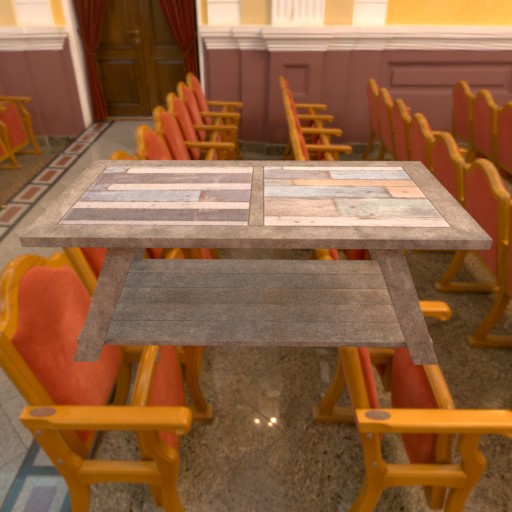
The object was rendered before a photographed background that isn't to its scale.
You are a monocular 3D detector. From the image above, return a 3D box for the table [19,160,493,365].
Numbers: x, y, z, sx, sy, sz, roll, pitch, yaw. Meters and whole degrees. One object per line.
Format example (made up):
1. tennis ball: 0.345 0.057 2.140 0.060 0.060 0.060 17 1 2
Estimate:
1. table: 0.000 0.000 1.521 1.219 0.470 0.610 0 31 1
